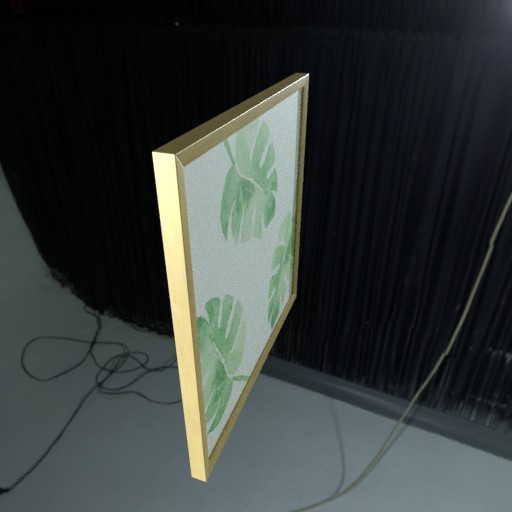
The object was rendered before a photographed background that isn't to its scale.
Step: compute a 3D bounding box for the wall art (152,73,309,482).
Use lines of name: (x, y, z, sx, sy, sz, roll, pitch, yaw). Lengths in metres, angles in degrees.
wall art: (0.000, 0.000, 1.125, 0.037, 0.763, 0.763, 11, 32, 17)
